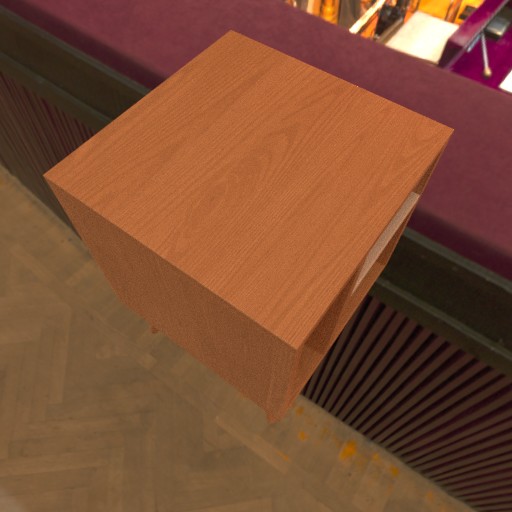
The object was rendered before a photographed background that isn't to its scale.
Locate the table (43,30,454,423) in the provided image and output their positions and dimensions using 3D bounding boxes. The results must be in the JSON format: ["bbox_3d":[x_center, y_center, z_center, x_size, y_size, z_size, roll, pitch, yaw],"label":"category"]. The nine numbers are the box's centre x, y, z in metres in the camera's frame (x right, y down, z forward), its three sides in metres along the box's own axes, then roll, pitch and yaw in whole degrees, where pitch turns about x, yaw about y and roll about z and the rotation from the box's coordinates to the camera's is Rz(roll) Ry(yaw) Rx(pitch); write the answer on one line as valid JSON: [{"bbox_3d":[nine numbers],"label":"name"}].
[{"bbox_3d":[0.000,0.000,0.838,0.400,0.550,0.400,32,64,18],"label":"table"}]
